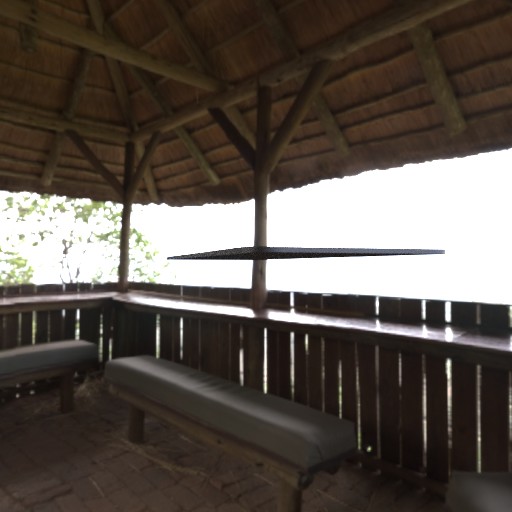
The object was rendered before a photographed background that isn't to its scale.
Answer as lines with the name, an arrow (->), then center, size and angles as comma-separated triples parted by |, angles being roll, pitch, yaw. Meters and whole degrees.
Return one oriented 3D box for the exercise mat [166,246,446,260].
exercise mat -> 0.000, 0.000, 2.111 | 0.616, 0.021, 1.884 | 0, -1, -19
